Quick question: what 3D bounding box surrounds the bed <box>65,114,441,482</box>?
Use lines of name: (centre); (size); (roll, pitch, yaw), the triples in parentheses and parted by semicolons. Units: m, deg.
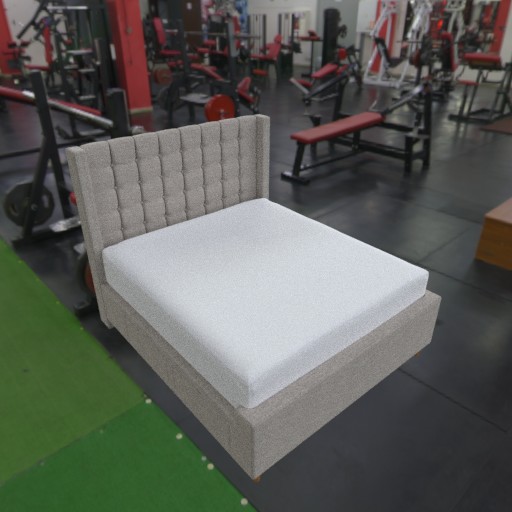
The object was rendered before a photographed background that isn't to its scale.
bed: (0.000, 0.000, 3.769); (2.044, 1.748, 2.372); (-22, 36, -34)
